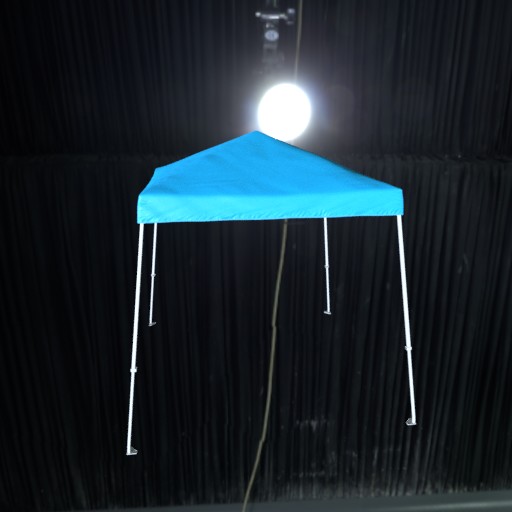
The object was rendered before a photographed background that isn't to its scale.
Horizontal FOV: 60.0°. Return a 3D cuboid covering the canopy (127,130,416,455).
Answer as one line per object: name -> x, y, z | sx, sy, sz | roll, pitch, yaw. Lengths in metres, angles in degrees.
canopy -> 0.000, 0.000, 5.229 | 2.848, 2.849, 2.849 | -3, 17, -8
